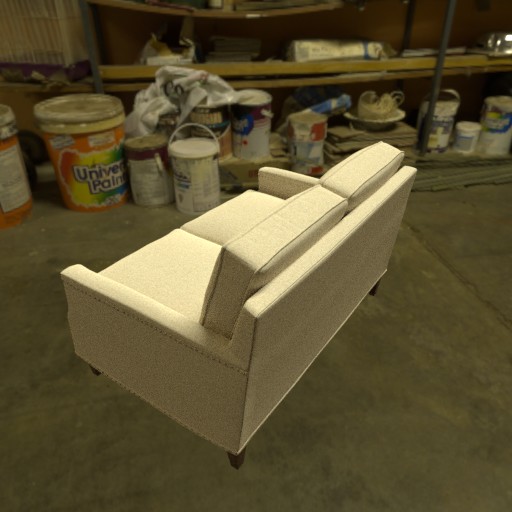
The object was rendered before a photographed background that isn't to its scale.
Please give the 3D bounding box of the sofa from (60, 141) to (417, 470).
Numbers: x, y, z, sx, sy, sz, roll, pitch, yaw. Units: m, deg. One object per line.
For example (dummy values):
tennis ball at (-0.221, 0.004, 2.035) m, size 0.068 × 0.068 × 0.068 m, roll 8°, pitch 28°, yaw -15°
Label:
sofa at (0.000, 0.000, 2.274) m, size 1.084 × 1.003 × 1.597 m, roll 20°, pitch 37°, yaw 29°
